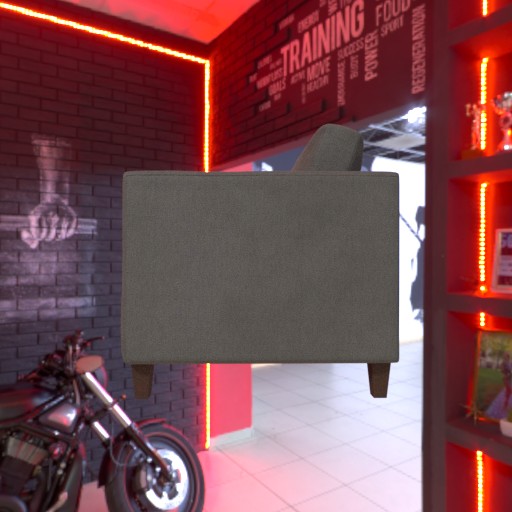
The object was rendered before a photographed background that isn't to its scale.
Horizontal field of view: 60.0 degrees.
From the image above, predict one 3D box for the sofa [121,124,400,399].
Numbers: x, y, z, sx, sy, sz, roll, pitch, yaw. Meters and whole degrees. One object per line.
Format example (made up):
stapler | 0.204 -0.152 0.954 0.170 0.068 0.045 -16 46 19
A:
sofa | 0.000 0.000 2.373 0.950 0.963 1.884 0 0 -1
